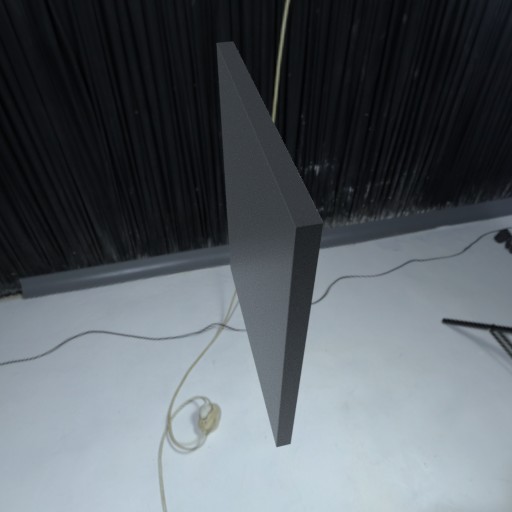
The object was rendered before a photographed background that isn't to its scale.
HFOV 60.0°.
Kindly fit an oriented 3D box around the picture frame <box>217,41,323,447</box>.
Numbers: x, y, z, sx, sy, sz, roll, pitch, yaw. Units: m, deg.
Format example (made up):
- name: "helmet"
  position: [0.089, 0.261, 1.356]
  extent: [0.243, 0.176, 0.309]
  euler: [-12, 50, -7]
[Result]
- name: "picture frame"
  position: [0.000, 0.000, 0.781]
  extent: [0.028, 0.556, 0.460]
  euler: [-9, 47, -9]
